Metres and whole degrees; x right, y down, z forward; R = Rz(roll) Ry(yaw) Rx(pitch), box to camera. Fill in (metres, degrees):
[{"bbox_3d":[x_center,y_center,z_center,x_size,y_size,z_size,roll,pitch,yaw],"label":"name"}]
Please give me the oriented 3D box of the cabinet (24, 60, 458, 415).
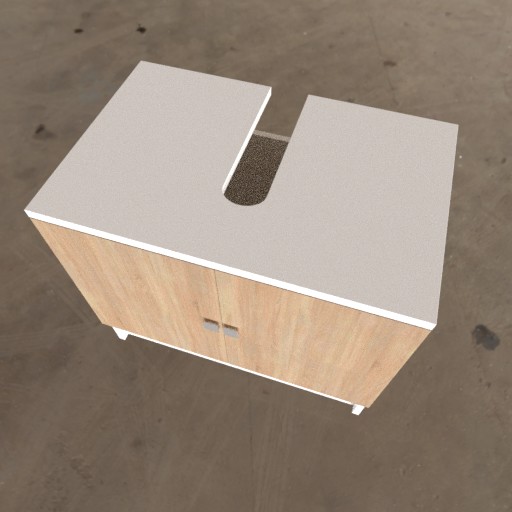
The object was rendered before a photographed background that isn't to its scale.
[{"bbox_3d":[0.000,0.000,0.924,0.600,0.522,0.400,15,58,10],"label":"cabinet"}]
